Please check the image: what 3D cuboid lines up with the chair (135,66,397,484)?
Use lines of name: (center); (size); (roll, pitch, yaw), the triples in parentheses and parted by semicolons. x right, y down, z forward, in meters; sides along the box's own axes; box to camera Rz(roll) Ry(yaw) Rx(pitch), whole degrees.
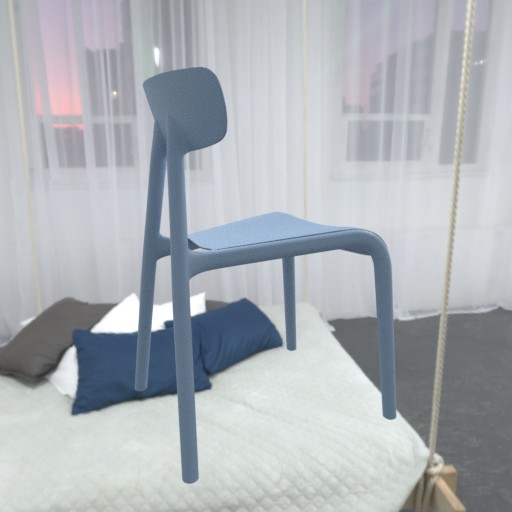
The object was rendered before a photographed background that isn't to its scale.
chair: (0.000, 0.000, 0.806); (0.401, 0.580, 0.356); (-7, 14, -27)
